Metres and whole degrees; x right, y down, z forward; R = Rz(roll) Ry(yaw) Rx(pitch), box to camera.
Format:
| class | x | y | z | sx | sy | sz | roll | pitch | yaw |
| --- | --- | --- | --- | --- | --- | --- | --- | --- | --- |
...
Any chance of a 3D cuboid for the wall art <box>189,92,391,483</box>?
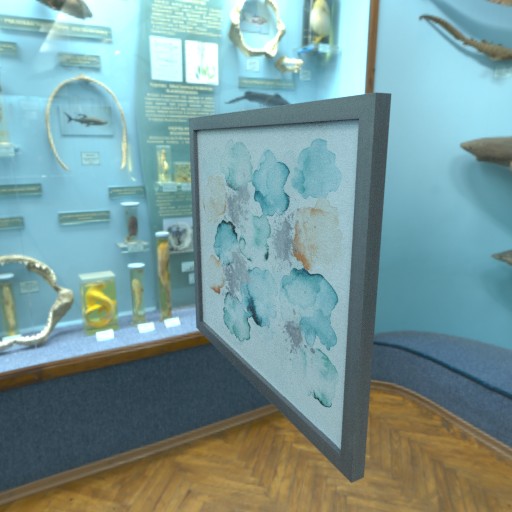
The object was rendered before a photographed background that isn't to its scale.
| class | x | y | z | sx | sy | sz | roll | pitch | yaw |
| --- | --- | --- | --- | --- | --- | --- | --- | --- | --- |
| wall art | 0.000 | 0.000 | 0.889 | 0.026 | 0.558 | 0.660 | -8 | 16 | -27 |
